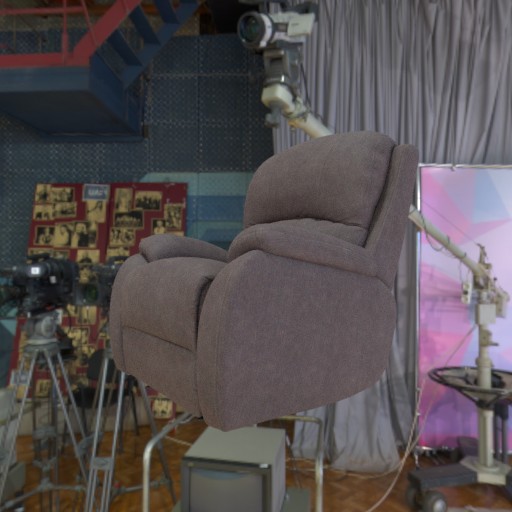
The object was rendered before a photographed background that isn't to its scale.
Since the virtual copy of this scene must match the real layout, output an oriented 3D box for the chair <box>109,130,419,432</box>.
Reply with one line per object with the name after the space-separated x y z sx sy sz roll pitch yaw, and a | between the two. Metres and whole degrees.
0.000 0.000 1.734 0.899 1.011 0.930 0 -1 -36 | chair
